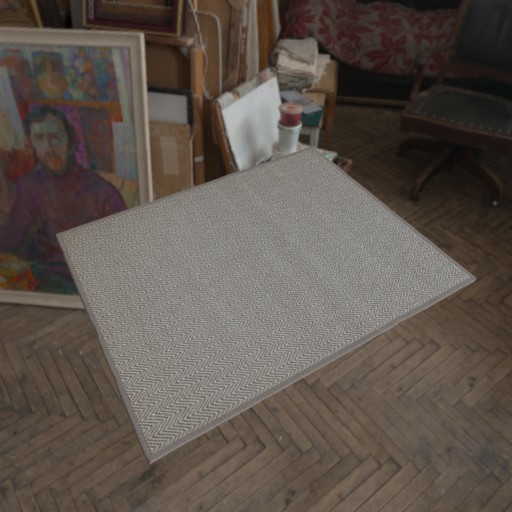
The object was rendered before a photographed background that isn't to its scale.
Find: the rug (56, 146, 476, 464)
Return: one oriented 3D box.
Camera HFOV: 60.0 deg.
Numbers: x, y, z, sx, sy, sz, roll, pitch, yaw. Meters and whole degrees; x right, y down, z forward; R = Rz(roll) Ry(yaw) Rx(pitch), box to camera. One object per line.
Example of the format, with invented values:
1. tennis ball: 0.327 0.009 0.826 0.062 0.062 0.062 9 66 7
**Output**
1. rug: 0.000 0.000 4.023 3.007 0.032 2.434 -23 50 -21
